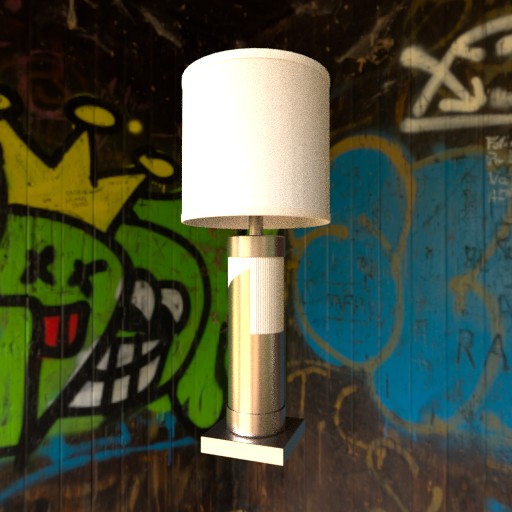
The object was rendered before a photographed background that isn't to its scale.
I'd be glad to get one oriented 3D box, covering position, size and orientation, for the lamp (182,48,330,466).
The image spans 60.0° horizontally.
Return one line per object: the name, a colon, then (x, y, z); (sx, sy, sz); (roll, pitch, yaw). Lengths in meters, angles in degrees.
lamp: (0.000, 0.000, 0.610); (0.202, 0.509, 0.202); (0, -1, 20)
